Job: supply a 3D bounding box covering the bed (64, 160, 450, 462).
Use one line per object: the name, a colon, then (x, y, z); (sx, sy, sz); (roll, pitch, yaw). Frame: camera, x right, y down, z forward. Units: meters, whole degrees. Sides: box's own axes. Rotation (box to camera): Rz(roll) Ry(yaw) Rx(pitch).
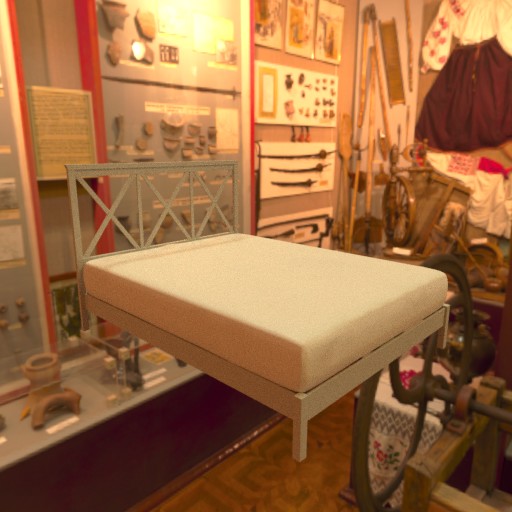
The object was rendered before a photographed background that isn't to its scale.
bed: (0.000, 0.000, 3.121); (2.135, 1.253, 1.673); (13, 19, 42)
